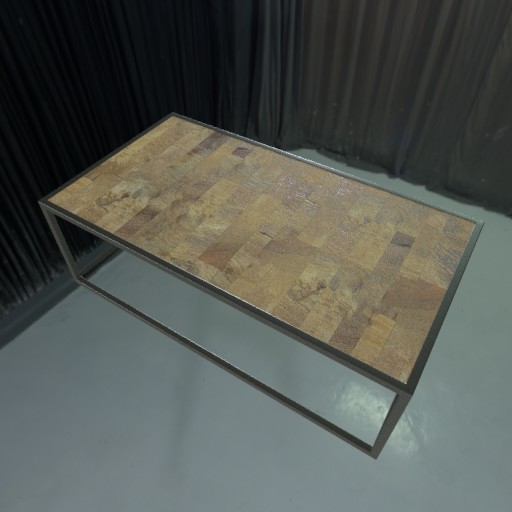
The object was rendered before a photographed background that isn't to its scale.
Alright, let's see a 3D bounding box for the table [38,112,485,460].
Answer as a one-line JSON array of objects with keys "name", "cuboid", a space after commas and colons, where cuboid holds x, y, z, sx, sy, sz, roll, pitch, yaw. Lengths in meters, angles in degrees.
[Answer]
[{"name": "table", "cuboid": [0.000, 0.000, 1.493, 1.199, 0.398, 0.649, 25, 52, 22]}]
